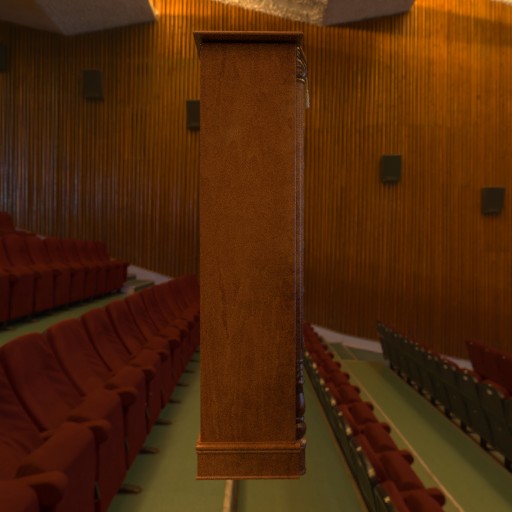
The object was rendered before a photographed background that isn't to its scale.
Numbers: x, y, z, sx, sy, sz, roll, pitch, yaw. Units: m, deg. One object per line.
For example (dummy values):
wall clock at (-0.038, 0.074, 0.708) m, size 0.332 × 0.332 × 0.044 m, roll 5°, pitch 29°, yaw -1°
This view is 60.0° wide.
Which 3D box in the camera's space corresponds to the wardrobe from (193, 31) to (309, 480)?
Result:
wardrobe at (0.000, 0.000, 1.142) m, size 0.273 × 0.959 × 0.406 m, roll 0°, pitch 0°, yaw -1°
